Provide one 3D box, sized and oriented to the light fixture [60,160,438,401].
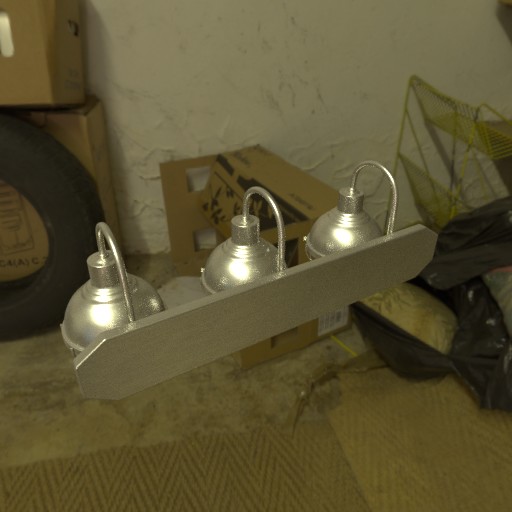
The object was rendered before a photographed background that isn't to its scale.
[{"bbox_3d":[0.000,0.000,0.744,0.634,0.254,0.229,-17,35,-27],"label":"light fixture"}]
